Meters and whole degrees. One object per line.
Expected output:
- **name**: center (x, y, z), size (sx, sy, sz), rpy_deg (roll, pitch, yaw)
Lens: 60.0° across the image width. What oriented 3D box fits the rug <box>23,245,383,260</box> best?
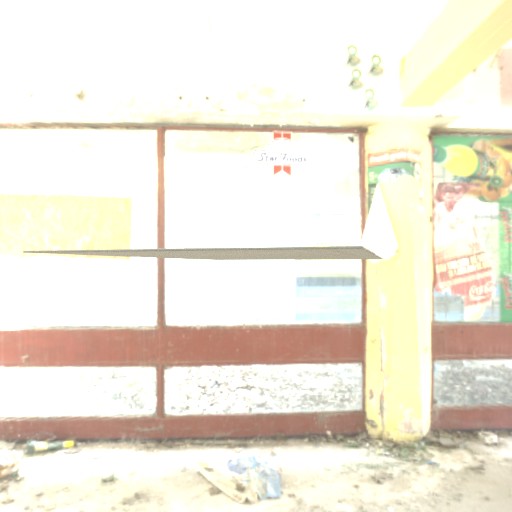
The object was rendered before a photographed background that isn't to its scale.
- **rug**: center (0.000, 0.000, 2.317), size (1.231, 0.012, 1.835), rpy_deg (0, -2, 18)
